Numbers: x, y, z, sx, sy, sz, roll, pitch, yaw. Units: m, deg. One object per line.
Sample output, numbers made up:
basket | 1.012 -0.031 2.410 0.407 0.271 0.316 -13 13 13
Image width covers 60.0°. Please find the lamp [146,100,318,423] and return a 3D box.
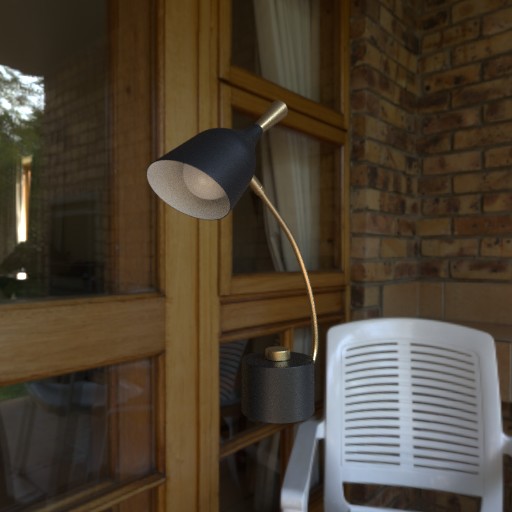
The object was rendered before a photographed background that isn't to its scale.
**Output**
lamp | 0.000 0.000 0.623 0.110 0.464 0.352 0 0 36
